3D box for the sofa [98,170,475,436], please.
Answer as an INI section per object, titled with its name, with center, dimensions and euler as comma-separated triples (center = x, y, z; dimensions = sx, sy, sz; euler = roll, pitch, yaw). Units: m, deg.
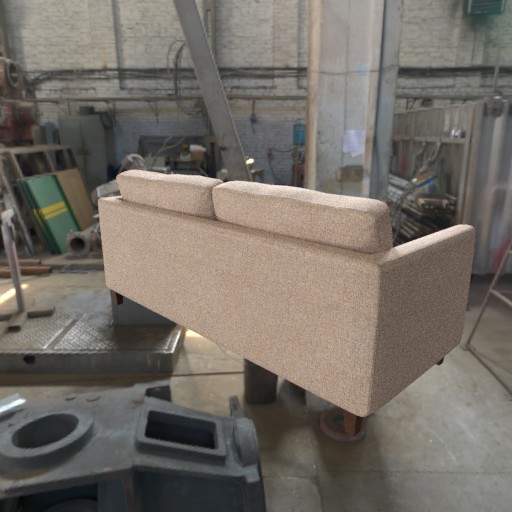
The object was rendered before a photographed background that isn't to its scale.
[sofa]
center = 0.000, 0.000, 2.684
dimensions = 0.951, 0.965, 2.208
euler = -15, 22, -42
